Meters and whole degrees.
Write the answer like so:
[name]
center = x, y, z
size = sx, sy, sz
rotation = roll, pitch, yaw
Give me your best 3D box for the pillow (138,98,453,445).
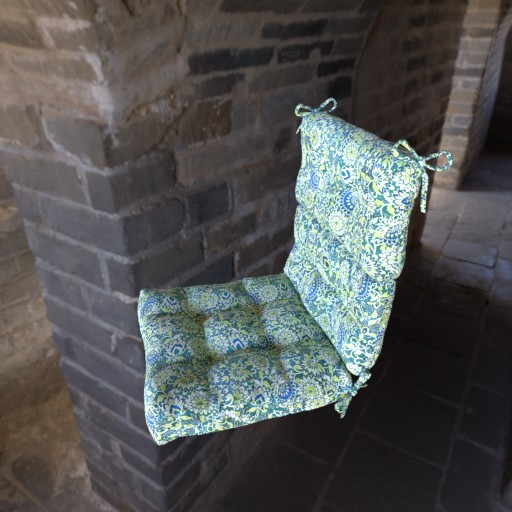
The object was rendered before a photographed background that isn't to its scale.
[pillow]
center = 0.000, 0.000, 1.017
size = 0.571, 0.605, 0.519
rotation = -8, 29, -14
